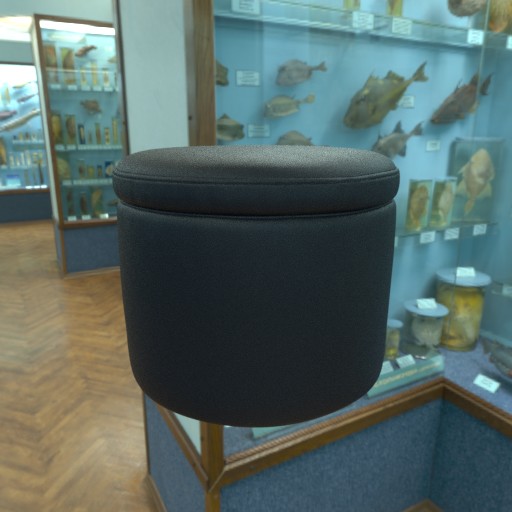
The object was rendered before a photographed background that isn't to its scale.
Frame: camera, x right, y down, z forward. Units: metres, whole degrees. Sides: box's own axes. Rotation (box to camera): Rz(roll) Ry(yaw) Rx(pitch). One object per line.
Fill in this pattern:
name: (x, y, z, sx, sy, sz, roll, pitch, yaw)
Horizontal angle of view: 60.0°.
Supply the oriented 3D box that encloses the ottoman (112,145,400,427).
ottoman: (0.000, 0.000, 0.850, 0.501, 0.409, 0.501, 0, 16, 0)
